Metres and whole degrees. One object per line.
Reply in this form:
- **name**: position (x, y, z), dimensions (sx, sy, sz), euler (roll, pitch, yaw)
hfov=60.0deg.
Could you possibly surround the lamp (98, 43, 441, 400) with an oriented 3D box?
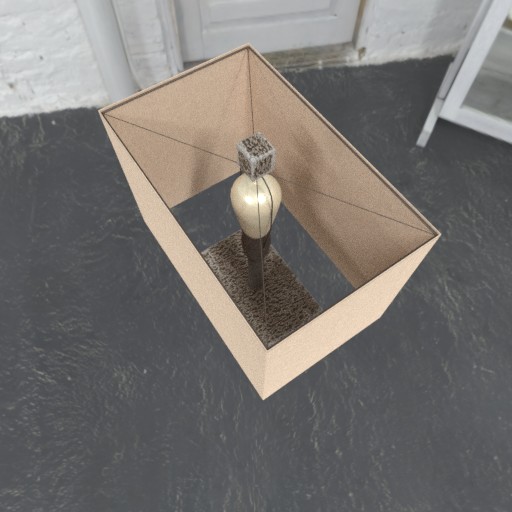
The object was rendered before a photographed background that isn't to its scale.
- **lamp**: position (0.000, 0.000, 0.565), dimensions (0.180, 0.411, 0.294), euler (-31, 67, -15)
